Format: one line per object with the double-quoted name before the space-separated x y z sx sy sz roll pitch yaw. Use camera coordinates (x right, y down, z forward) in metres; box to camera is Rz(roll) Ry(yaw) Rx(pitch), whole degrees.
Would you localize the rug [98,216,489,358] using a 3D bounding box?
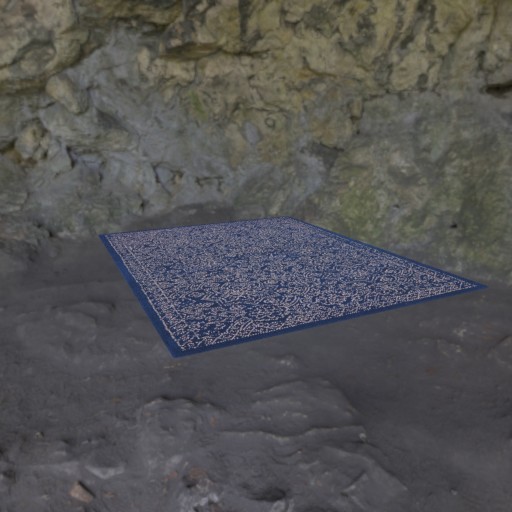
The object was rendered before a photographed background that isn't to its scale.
"rug" 0.000 0.000 4.140 2.438 0.010 3.048 -8 18 -25
